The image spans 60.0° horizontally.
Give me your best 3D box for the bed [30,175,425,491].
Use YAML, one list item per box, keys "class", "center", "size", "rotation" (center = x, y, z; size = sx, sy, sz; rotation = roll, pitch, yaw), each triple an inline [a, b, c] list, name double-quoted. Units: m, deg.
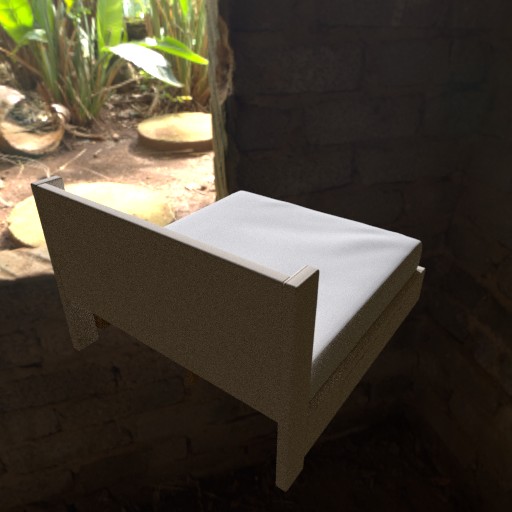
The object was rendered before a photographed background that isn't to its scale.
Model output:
- class: "bed"
  center: [0.000, 0.000, 3.610]
  size: [2.145, 1.471, 2.293]
  rotation: [20, 36, 31]
